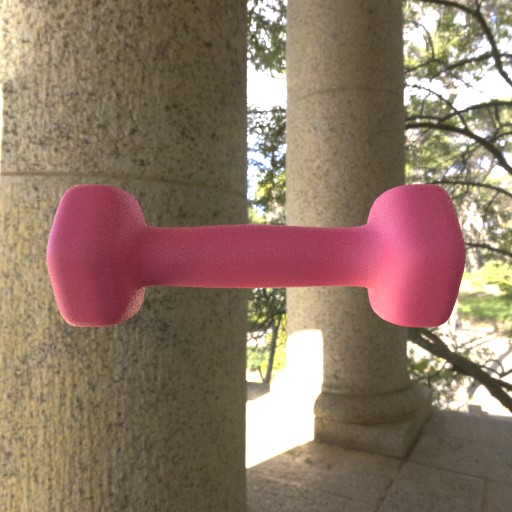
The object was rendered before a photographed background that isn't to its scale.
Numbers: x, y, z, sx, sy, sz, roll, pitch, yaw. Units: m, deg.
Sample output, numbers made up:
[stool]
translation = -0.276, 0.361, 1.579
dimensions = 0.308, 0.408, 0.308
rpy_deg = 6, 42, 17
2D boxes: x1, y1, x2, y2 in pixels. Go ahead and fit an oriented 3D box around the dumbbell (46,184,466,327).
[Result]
[dumbbell]
translation = 0.000, 0.000, 0.170
dimensions = 0.146, 0.053, 0.058
rpy_deg = 0, -1, 1
